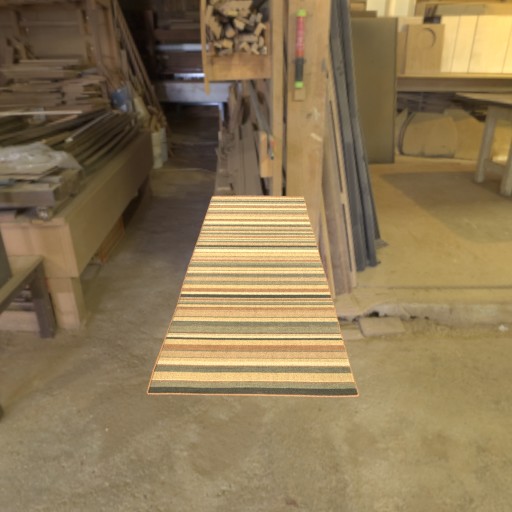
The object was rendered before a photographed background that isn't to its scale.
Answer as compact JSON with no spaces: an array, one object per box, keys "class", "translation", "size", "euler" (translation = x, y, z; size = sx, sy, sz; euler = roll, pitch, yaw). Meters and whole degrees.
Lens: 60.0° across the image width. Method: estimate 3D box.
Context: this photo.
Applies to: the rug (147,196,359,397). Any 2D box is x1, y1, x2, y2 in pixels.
[{"class":"rug","translation":[0.000,0.000,2.752],"size":[0.799,0.010,2.444],"euler":[0,25,1]}]
